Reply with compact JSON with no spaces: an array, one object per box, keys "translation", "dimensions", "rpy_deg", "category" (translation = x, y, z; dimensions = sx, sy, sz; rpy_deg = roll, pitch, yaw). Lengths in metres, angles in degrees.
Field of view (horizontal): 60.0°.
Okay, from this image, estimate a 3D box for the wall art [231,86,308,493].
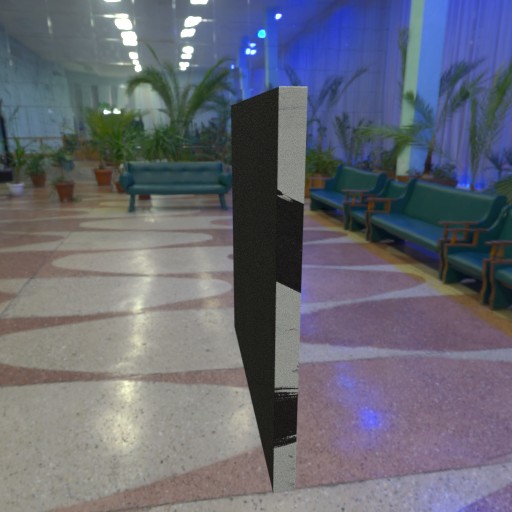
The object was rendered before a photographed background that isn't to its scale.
[{"translation":[0.000,0.000,1.145],"dimensions":[0.046,0.765,0.765],"rpy_deg":[-2,17,-8],"category":"wall art"}]
